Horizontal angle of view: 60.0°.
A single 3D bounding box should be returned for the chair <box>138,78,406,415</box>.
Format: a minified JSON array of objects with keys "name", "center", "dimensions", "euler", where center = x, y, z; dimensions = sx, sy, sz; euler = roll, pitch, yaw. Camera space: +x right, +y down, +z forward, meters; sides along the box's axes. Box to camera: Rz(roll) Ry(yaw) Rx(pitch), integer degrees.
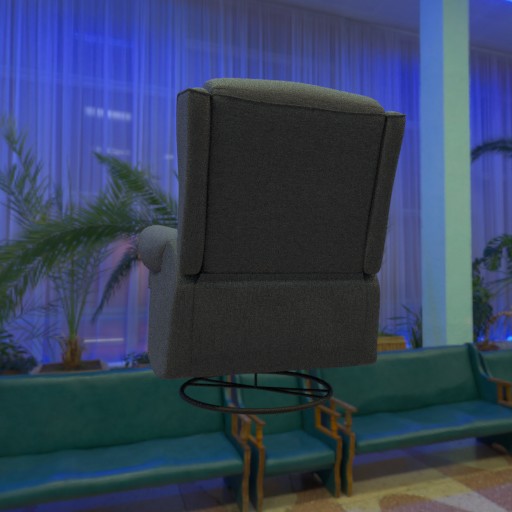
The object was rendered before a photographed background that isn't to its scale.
[{"name":"chair","center":[0.000,0.000,1.685],"dimensions":[0.847,1.011,0.969],"euler":[1,-2,-17]}]
